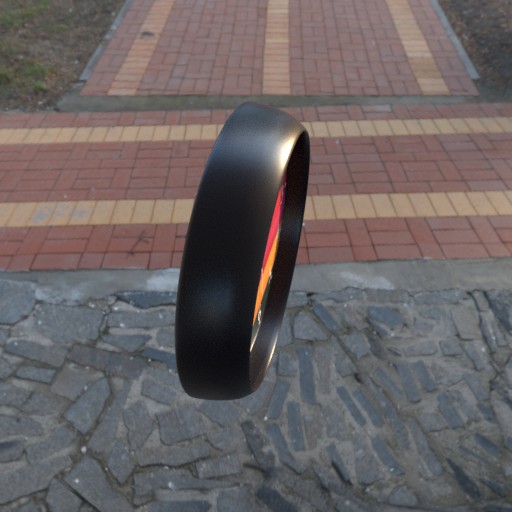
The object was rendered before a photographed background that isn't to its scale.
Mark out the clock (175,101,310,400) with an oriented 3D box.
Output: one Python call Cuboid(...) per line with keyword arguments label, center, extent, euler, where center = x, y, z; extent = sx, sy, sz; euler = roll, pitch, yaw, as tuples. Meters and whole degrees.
Cuboid(label="clock", center=(0.000, 0.000, 0.460), extent=(0.060, 0.300, 0.300), euler=(11, 48, 10))
